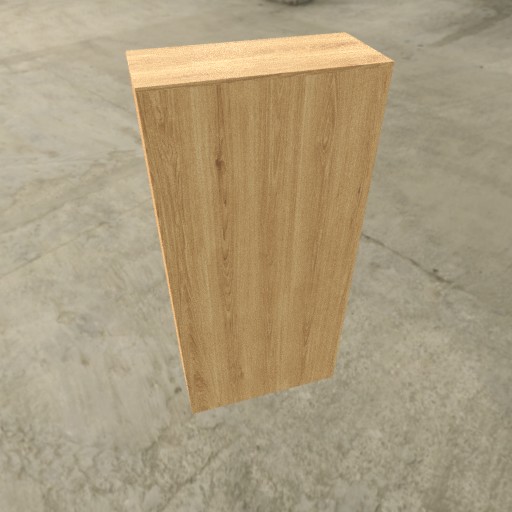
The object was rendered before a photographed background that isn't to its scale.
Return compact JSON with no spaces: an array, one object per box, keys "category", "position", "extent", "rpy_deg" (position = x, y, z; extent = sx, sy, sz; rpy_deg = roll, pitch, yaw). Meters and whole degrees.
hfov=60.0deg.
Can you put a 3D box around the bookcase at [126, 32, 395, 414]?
[{"category":"bookcase","position":[0.000,0.000,2.355],"extent":[0.950,2.020,0.420],"rpy_deg":[-11,42,-13]}]
